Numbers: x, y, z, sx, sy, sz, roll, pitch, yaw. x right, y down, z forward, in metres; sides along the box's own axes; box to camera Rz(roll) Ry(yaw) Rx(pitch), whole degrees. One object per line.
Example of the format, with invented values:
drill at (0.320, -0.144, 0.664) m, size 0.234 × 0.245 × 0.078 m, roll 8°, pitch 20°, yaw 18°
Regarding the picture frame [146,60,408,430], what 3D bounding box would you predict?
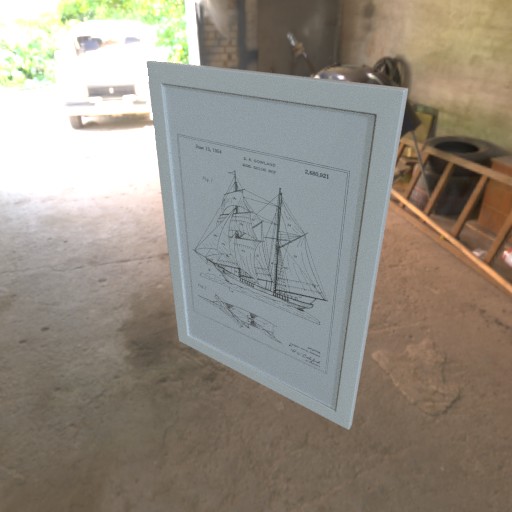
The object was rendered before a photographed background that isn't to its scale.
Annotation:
picture frame at (0.000, 0.000, 0.689) m, size 0.381 × 0.534 × 0.012 m, roll 20°, pitch 36°, yaw 29°
